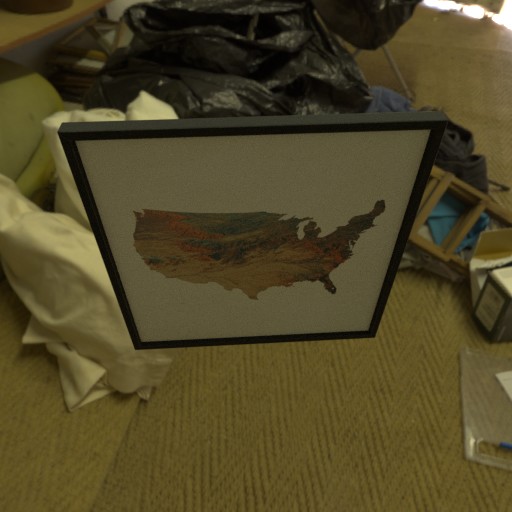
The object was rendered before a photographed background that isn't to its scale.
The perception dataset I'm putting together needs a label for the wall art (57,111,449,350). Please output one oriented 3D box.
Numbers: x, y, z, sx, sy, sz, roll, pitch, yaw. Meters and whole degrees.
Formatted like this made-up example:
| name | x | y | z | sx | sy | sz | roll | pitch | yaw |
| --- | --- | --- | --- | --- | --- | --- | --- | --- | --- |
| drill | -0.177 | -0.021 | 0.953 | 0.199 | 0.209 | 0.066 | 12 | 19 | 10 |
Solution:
| name | x | y | z | sx | sy | sz | roll | pitch | yaw |
| --- | --- | --- | --- | --- | --- | --- | --- | --- | --- |
| wall art | 0.000 | 0.000 | 0.457 | 0.304 | 0.303 | 0.015 | -2 | 46 | -2 |
